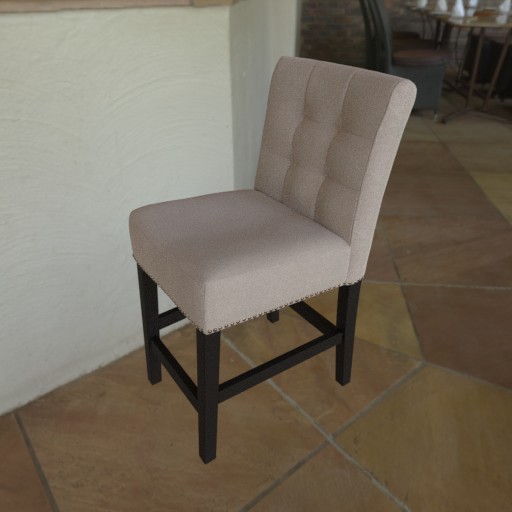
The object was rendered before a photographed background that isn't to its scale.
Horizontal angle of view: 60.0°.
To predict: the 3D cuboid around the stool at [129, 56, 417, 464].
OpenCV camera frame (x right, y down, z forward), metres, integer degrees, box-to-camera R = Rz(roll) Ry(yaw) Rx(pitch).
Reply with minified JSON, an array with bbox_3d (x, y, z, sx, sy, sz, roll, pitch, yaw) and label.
[{"bbox_3d":[0.000,0.000,1.160,0.571,0.885,0.427,-21,38,-30],"label":"stool"}]
